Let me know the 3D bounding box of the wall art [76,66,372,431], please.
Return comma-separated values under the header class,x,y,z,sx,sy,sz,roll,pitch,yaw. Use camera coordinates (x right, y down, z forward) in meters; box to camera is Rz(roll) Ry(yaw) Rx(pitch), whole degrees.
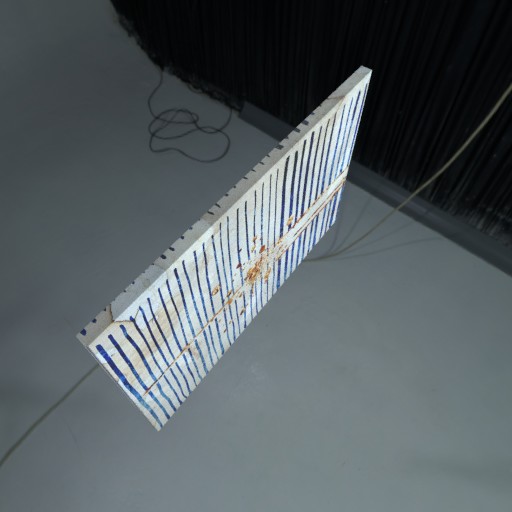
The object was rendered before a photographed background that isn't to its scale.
class,x,y,z,sx,sy,sz,roll,pitch,yaw
wall art,0.000,0.000,1.165,0.030,0.609,0.919,32,62,20
